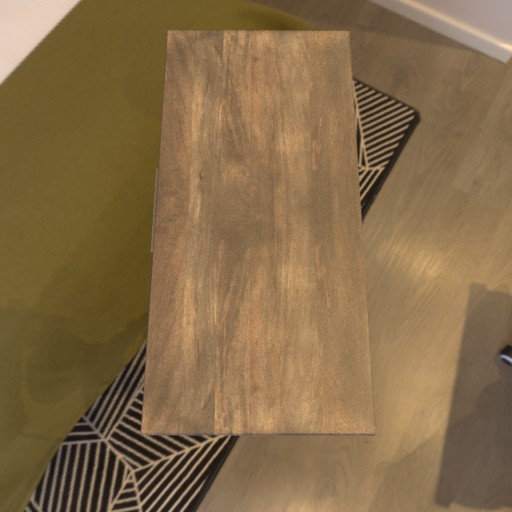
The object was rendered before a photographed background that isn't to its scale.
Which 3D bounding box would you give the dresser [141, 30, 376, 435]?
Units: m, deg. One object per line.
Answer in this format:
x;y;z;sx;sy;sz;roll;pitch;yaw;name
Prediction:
0.000;0.000;1.344;0.453;0.801;0.923;0;75;0;dresser
